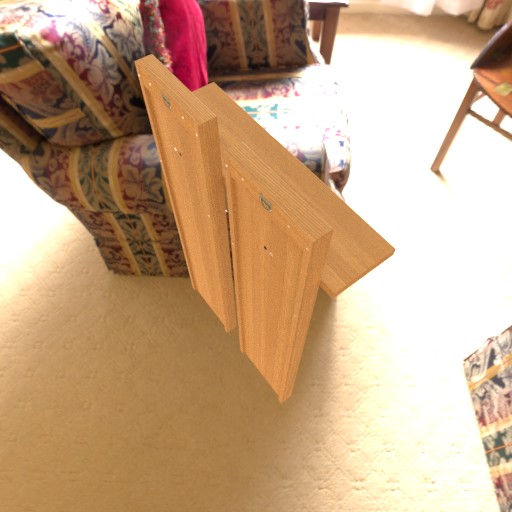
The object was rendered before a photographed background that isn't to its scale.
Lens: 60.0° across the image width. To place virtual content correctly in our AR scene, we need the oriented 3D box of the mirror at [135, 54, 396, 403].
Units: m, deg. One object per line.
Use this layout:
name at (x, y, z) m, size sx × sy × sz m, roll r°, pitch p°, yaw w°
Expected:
mirror at (0.000, 0.000, 1.570) m, size 0.260 × 1.250 × 0.800 m, roll -33°, pitch 64°, yaw -19°
